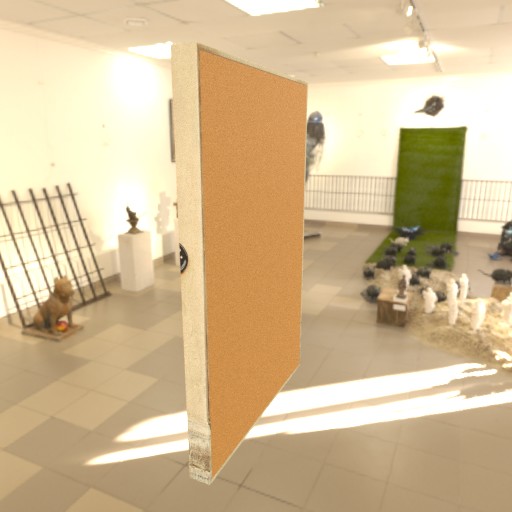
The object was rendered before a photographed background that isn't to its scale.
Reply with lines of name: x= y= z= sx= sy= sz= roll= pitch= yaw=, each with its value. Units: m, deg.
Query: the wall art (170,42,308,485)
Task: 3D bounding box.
wall art: x=0.000 y=0.000 z=0.769 sx=0.036 sy=0.607 sz=0.403 roll=7 pitch=16 yaw=24
